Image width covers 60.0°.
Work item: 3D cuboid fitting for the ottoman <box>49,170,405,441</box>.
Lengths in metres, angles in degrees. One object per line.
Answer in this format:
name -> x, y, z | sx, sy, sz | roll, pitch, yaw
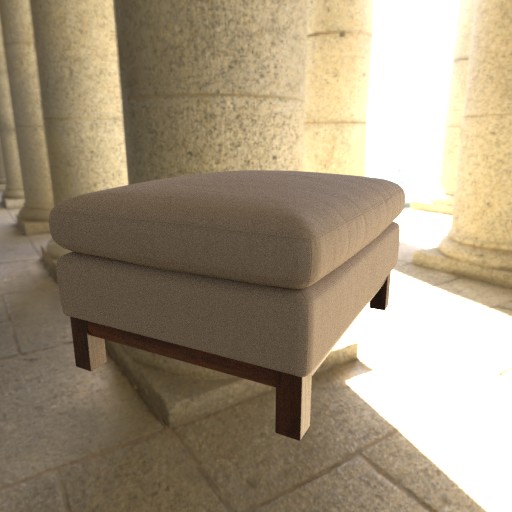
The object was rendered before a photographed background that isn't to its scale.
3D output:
ottoman -> 0.000, 0.000, 1.130 | 0.606, 0.420, 0.771 | 8, 17, 27
